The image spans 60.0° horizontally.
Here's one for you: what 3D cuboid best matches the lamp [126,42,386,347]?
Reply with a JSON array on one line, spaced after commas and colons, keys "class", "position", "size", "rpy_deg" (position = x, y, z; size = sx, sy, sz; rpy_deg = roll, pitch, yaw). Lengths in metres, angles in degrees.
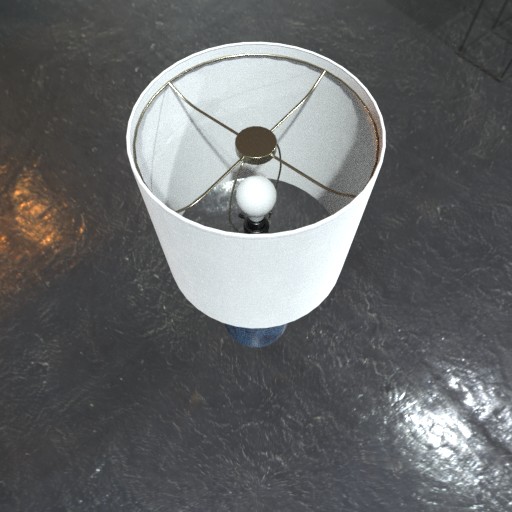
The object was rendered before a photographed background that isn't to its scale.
[{"class": "lamp", "position": [0.000, 0.000, 0.589], "size": [0.220, 0.475, 0.220], "rpy_deg": [-34, 67, -17]}]
